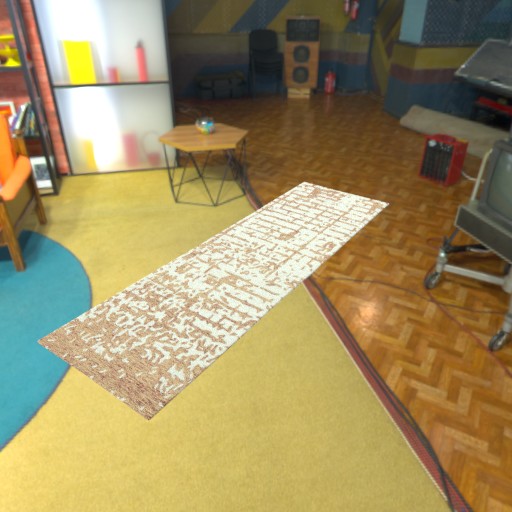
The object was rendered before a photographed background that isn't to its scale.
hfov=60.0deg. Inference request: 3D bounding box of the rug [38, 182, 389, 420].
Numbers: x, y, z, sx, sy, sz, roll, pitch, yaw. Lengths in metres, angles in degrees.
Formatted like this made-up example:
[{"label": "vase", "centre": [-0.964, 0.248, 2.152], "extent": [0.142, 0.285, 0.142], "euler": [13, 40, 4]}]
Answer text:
[{"label": "rug", "centre": [0.000, 0.000, 2.714], "extent": [0.750, 0.011, 2.435], "euler": [20, 37, 30]}]
